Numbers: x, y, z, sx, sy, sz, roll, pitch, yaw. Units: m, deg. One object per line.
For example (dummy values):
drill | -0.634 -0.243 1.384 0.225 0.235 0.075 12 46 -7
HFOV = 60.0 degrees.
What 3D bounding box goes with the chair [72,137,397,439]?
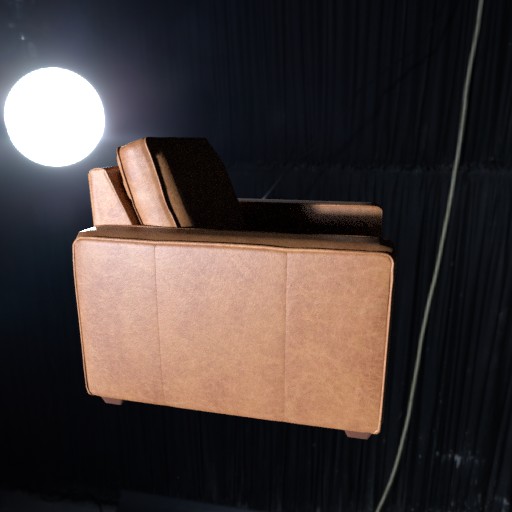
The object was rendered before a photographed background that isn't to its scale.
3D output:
chair | 0.000 0.000 1.737 1.027 0.901 0.987 3 15 9
